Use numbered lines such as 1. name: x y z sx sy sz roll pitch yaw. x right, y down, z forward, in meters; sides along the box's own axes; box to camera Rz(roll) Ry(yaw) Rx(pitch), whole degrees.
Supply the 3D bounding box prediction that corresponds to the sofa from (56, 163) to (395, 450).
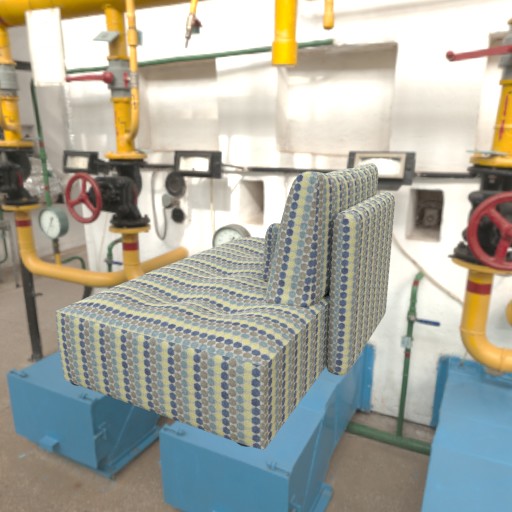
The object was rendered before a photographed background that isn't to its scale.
1. sofa: 0.000 0.000 2.033 1.000 0.820 1.450 8 17 27
